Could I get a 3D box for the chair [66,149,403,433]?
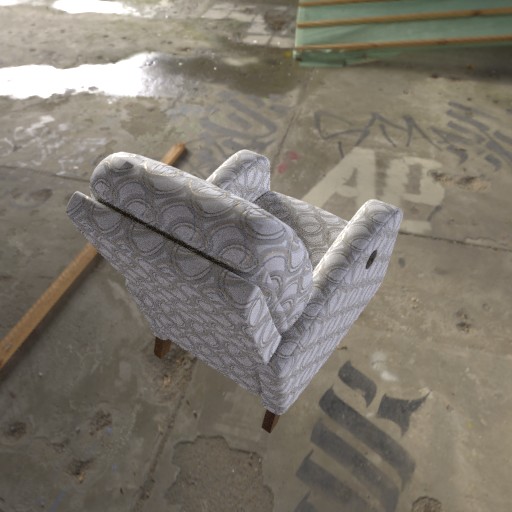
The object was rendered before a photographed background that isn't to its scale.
[{"bbox_3d":[0.000,0.000,1.717,0.796,1.065,0.995,26,52,23],"label":"chair"}]
